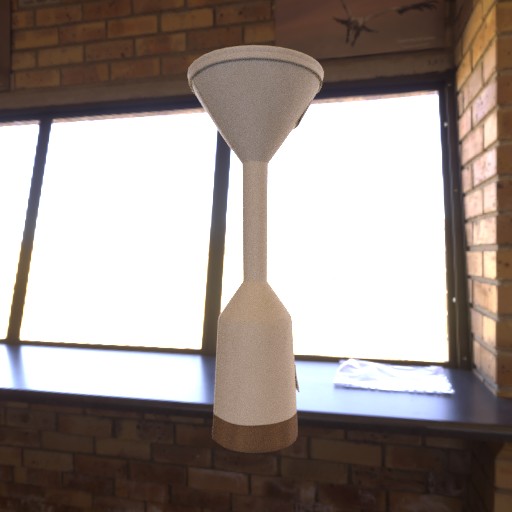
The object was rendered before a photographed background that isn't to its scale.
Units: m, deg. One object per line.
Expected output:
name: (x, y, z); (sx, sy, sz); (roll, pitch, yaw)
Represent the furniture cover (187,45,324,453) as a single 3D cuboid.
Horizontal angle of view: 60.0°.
furniture cover: (0.000, 0.000, 2.986); (0.914, 2.413, 0.914); (0, 1, -19)
